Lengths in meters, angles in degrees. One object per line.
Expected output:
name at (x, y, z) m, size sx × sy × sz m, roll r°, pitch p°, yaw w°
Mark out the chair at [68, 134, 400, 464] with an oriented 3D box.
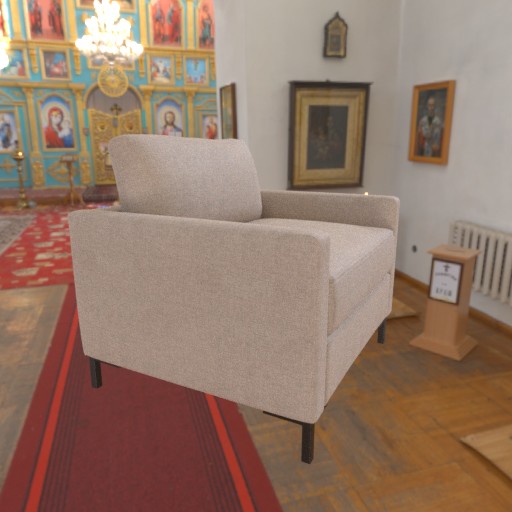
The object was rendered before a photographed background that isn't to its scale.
chair at (0.000, 0.000, 1.636) m, size 0.866 × 0.861 × 0.963 m, roll 7°, pitch 16°, yaw 28°
